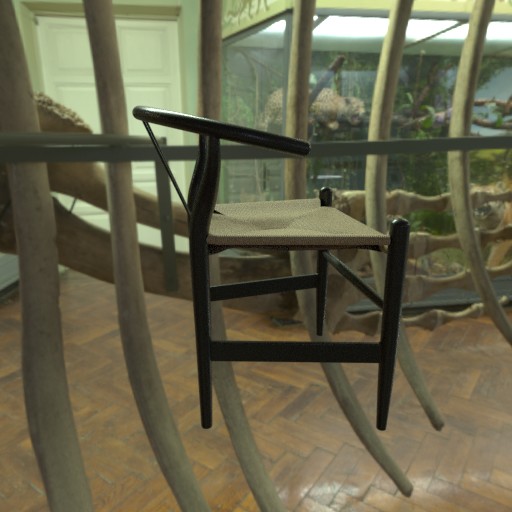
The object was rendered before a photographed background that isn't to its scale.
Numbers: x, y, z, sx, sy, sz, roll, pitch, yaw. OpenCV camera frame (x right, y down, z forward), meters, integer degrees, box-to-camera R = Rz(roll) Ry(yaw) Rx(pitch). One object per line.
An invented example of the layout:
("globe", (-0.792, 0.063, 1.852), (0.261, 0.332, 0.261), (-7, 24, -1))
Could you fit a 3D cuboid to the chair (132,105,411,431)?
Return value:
("chair", (0.000, 0.000, 1.158), (0.570, 0.739, 0.570), (-3, 17, -9))
